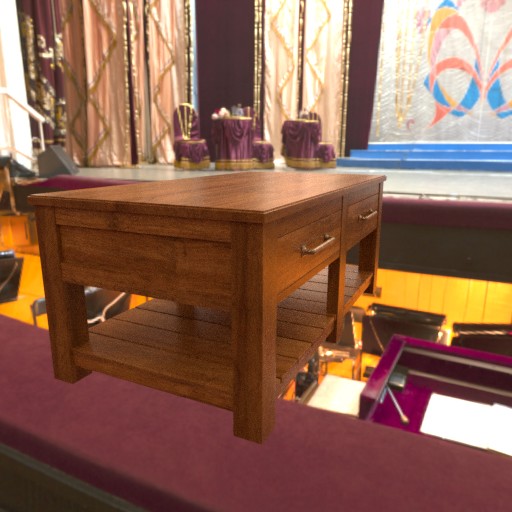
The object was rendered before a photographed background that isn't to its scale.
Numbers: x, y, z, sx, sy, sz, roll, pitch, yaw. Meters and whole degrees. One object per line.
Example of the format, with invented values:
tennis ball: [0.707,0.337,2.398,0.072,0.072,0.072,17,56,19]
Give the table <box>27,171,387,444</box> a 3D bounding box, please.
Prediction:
table: [0.000,0.000,1.463,0.635,0.480,1.150,7,15,25]
